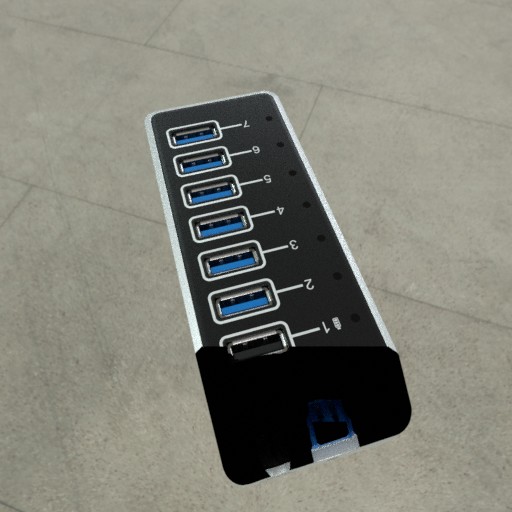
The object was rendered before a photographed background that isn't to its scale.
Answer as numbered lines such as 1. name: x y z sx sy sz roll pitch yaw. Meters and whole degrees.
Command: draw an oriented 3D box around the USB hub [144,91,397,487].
1. USB hub: 0.000 0.000 0.126 0.044 0.023 0.110 -14 60 -8
